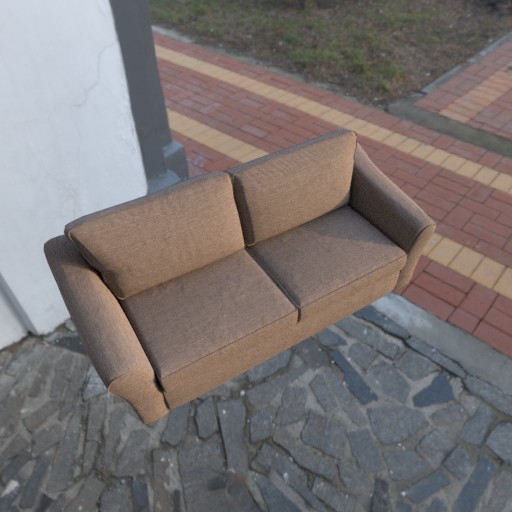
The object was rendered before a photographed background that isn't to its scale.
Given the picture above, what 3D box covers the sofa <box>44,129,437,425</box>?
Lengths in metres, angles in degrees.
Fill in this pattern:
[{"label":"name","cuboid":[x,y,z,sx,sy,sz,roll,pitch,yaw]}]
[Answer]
[{"label":"sofa","cuboid":[0.000,0.000,2.824,2.270,0.965,0.980,-24,50,-21]}]
